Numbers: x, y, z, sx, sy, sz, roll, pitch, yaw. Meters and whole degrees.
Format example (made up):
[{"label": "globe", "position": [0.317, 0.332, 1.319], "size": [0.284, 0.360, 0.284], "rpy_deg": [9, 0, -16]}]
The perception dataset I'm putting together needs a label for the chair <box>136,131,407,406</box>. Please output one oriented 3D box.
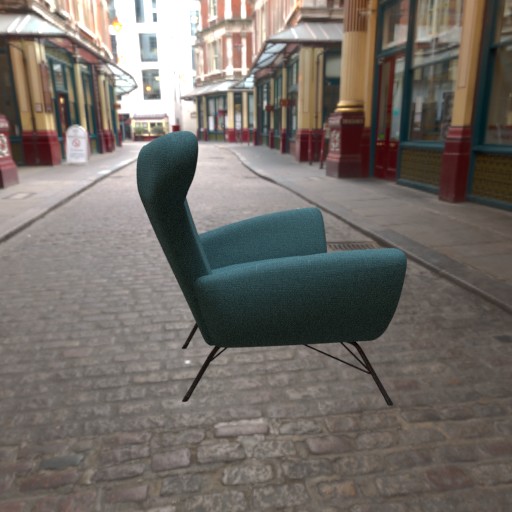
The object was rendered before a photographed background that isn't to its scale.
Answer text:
[{"label": "chair", "position": [0.000, 0.000, 1.808], "size": [0.900, 0.980, 1.050], "rpy_deg": [-3, 16, -10]}]
